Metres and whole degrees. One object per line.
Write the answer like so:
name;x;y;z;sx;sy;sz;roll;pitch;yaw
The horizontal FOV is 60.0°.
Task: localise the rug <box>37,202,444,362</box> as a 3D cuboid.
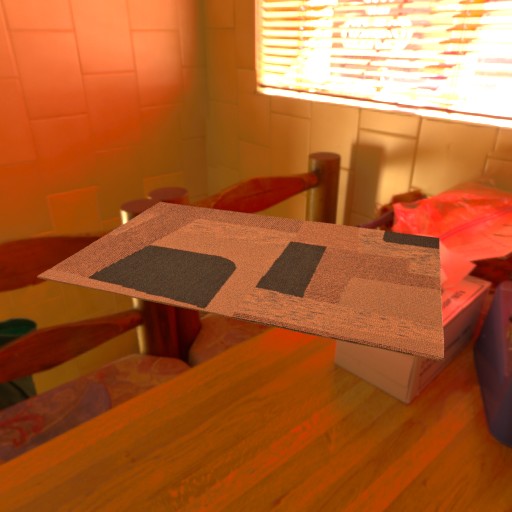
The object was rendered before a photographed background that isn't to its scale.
rug;0.000;0.000;3.105;2.436;0.015;1.521;9;28;18
